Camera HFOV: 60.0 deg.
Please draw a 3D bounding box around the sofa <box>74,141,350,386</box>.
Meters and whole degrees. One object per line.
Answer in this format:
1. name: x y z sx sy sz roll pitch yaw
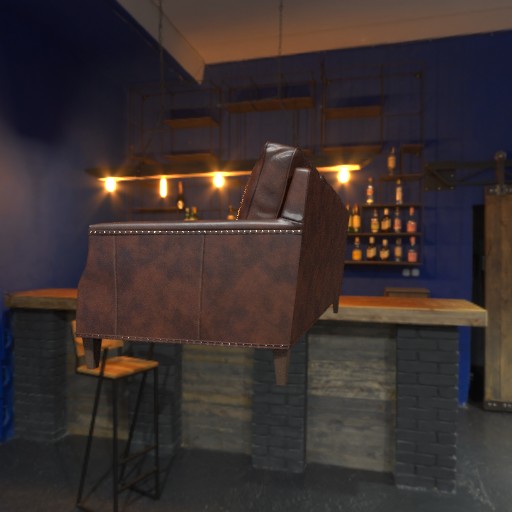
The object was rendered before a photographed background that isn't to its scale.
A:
1. sofa: 0.000 0.000 2.901 1.084 1.003 2.240 0 1 16
